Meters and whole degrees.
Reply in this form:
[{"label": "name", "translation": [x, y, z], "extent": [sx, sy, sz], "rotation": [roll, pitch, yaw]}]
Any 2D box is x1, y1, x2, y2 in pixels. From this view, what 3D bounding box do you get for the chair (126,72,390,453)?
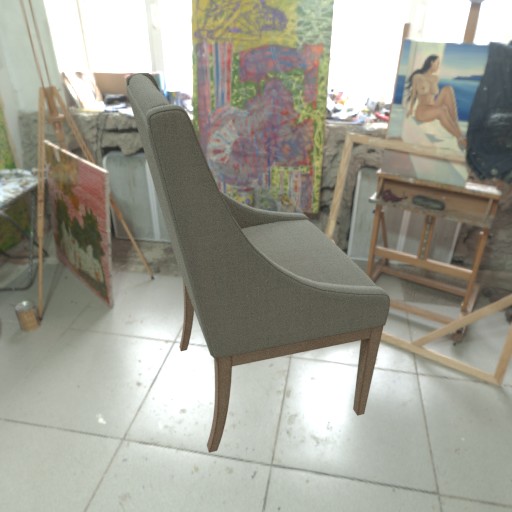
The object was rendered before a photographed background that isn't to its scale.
[{"label": "chair", "translation": [0.000, 0.000, 1.368], "extent": [0.611, 1.021, 0.575], "rotation": [-10, 31, -16]}]
